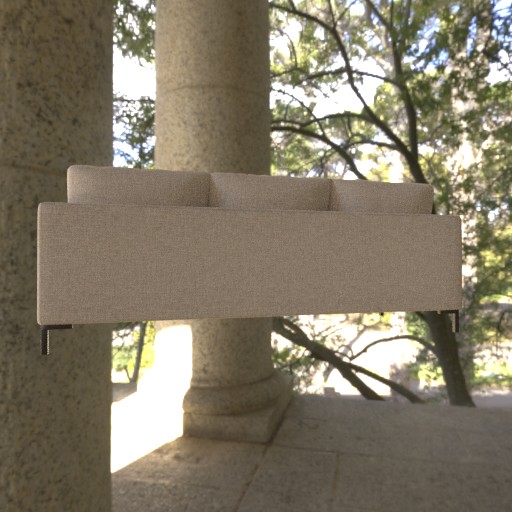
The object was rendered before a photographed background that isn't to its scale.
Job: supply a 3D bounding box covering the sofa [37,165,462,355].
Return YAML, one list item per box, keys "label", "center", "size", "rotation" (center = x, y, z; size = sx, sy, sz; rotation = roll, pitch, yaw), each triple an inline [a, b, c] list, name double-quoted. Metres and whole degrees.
- label: "sofa"
  center: [0.000, 0.000, 2.626]
  size: [2.218, 0.874, 0.859]
  rotation: [0, 0, -16]
